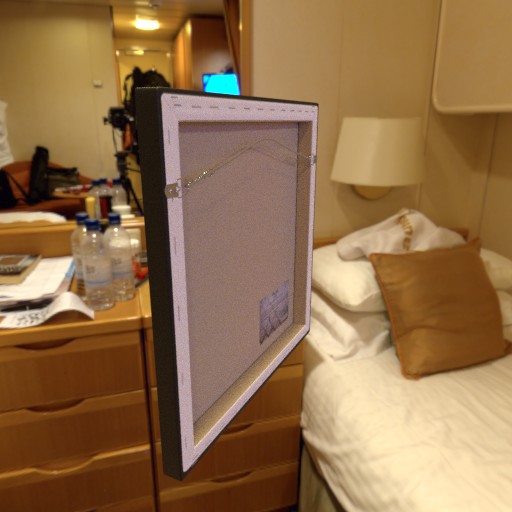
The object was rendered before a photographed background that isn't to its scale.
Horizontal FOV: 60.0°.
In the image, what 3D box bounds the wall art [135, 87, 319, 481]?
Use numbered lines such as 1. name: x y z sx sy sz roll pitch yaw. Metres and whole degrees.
1. wall art: 0.000 0.000 0.906 0.043 0.611 0.610 8 19 26
